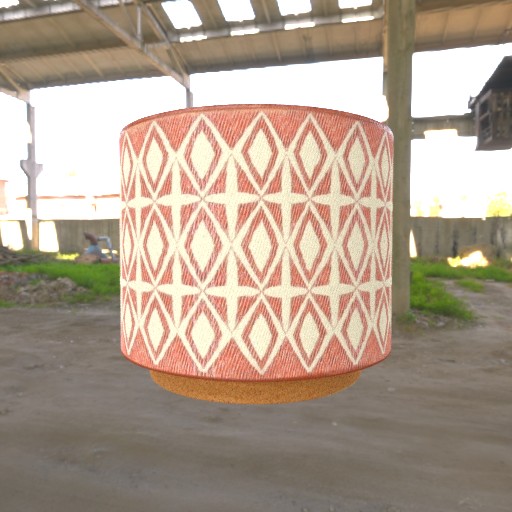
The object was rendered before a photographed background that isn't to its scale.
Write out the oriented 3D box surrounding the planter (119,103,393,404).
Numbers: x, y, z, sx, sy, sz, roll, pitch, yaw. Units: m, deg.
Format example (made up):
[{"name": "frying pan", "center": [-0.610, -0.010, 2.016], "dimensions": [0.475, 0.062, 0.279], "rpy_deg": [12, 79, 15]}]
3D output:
[{"name": "planter", "center": [0.000, 0.000, 0.466], "dimensions": [0.273, 0.237, 0.273], "rpy_deg": [0, 2, 0]}]
